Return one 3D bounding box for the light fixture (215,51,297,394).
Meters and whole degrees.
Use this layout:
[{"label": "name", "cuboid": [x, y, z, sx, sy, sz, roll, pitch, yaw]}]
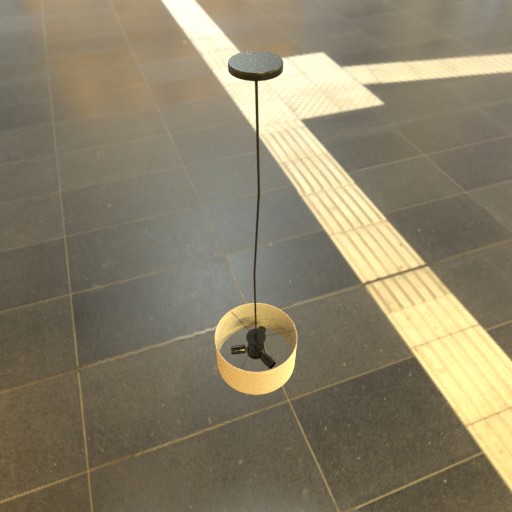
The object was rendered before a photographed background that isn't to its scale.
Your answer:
[{"label": "light fixture", "cuboid": [0.000, 0.000, 1.750, 0.399, 1.516, 0.399, 0, 46, 0]}]
